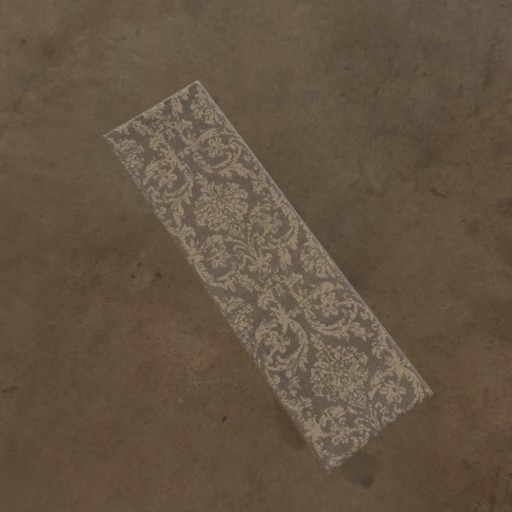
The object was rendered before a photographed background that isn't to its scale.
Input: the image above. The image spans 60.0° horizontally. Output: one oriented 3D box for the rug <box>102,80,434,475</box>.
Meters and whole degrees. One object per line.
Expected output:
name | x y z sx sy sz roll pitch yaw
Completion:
rug | 0.000 0.000 2.399 0.662 0.011 2.196 -34 78 -8
